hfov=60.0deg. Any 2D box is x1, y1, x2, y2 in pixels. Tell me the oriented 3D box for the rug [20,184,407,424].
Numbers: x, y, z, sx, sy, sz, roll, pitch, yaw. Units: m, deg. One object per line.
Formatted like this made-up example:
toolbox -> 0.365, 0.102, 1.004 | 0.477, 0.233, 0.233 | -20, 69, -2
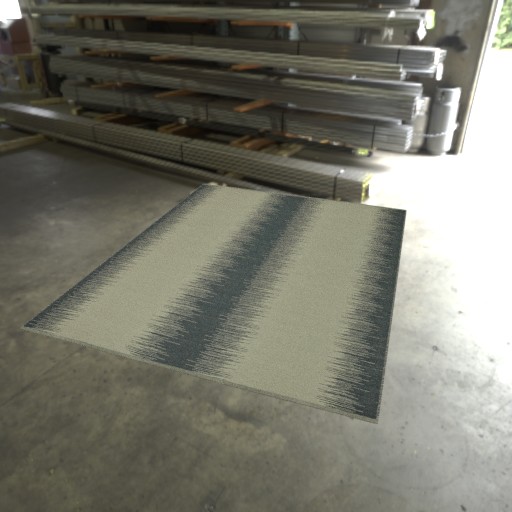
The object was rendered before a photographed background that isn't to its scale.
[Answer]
rug -> 0.000, 0.000, 3.982 | 2.453, 0.004, 3.037 | 10, 31, 17
